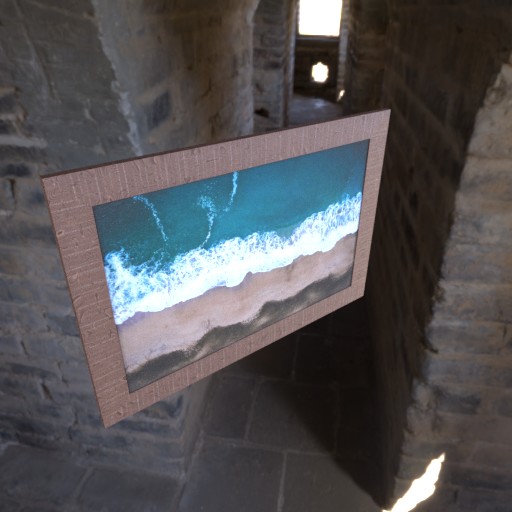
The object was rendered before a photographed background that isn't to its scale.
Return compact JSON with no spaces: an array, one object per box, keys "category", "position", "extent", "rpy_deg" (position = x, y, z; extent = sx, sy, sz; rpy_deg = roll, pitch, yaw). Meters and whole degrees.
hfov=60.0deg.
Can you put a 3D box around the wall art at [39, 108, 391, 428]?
[{"category":"wall art","position":[0.000,0.000,1.149],"extent":[0.917,0.626,0.019],"rpy_deg":[-21,36,-31]}]
